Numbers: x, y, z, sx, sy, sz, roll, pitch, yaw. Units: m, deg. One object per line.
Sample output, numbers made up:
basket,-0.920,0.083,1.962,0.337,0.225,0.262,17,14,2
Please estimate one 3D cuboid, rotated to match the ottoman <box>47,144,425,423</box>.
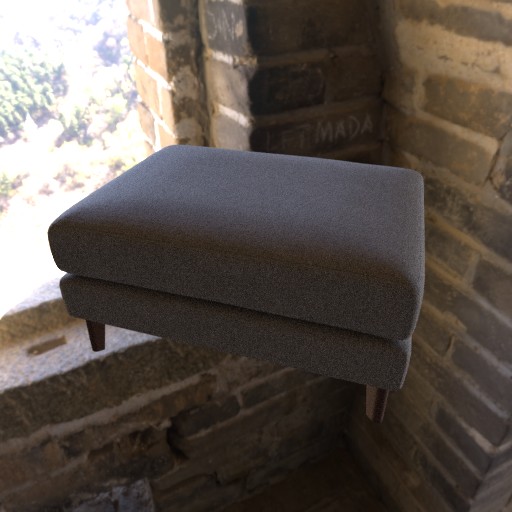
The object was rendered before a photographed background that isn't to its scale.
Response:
ottoman,0.000,0.000,1.211,0.821,0.441,0.611,10,33,15
